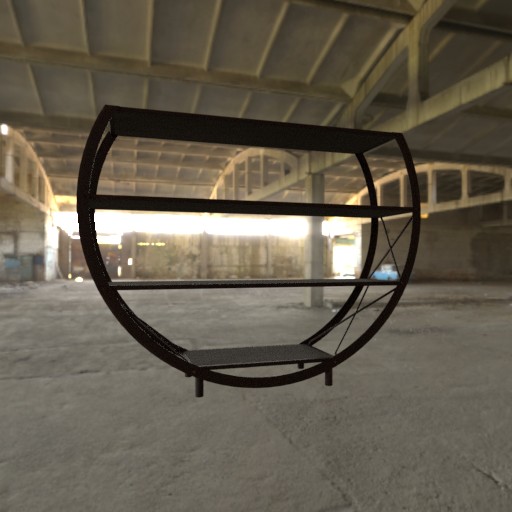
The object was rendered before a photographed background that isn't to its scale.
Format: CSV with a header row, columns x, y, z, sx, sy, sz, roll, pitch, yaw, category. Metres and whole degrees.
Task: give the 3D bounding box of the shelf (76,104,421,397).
x,y,z,sx,sy,sz,roll,pitch,yaw,category
0.000,0.000,1.896,1.403,1.063,0.344,0,-1,-17,shelf
